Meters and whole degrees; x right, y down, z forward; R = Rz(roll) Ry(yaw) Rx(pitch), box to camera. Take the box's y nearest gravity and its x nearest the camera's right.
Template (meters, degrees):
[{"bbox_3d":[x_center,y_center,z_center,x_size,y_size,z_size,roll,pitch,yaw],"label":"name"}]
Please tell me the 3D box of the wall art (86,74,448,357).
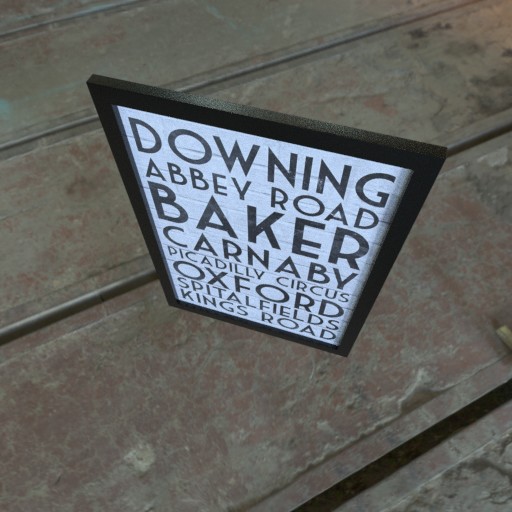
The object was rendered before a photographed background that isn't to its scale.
[{"bbox_3d":[0.000,0.000,0.824,0.462,0.656,0.019,15,58,9],"label":"wall art"}]
